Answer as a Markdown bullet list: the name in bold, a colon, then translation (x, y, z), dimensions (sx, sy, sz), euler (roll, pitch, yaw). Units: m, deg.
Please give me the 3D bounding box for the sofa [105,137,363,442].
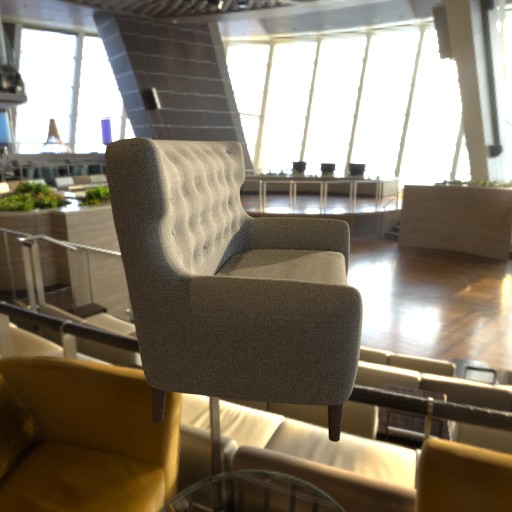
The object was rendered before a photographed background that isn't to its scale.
- **sofa**: translation (0.000, 0.000, 2.024), dimensions (0.884, 1.028, 1.386), euler (2, 14, 9)
